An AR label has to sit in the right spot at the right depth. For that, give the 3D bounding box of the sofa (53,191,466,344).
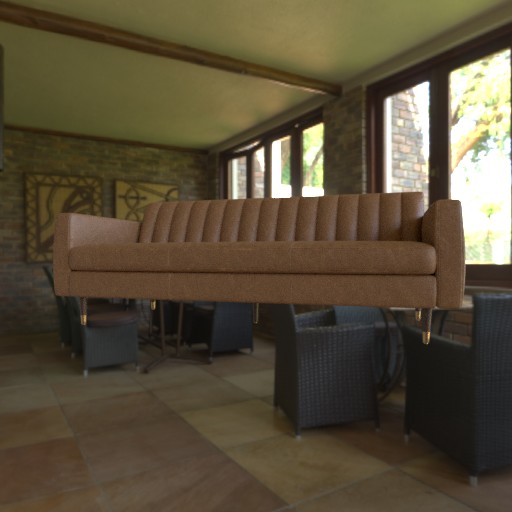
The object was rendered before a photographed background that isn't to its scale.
[{"bbox_3d":[0.000,0.000,2.737,2.291,0.821,0.990,0,0,18],"label":"sofa"}]
